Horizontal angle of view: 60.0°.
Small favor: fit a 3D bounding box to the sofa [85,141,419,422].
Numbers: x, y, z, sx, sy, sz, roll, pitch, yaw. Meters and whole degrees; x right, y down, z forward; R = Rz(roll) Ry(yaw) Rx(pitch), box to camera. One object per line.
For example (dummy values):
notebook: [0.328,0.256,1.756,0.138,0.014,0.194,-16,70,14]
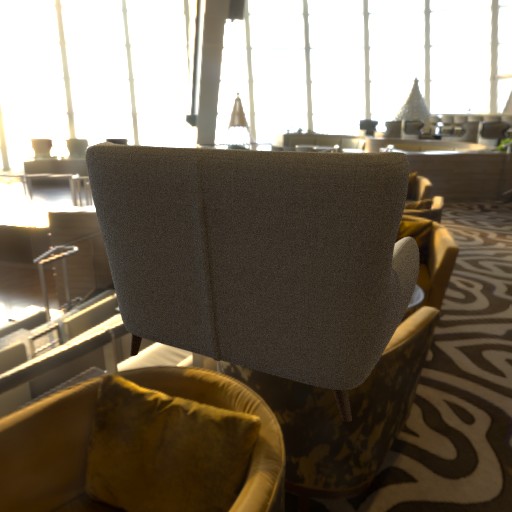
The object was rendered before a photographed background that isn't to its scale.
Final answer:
sofa: [0.000,0.000,2.066,1.386,1.028,0.884,9,20,26]
